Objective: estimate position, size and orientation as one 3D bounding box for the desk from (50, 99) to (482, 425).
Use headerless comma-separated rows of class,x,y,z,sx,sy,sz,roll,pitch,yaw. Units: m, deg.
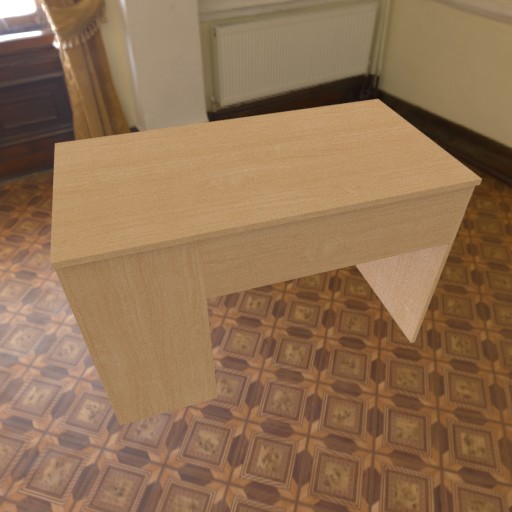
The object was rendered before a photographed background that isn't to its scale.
desk,0.000,0.000,1.510,1.097,0.735,0.560,-12,43,-13
